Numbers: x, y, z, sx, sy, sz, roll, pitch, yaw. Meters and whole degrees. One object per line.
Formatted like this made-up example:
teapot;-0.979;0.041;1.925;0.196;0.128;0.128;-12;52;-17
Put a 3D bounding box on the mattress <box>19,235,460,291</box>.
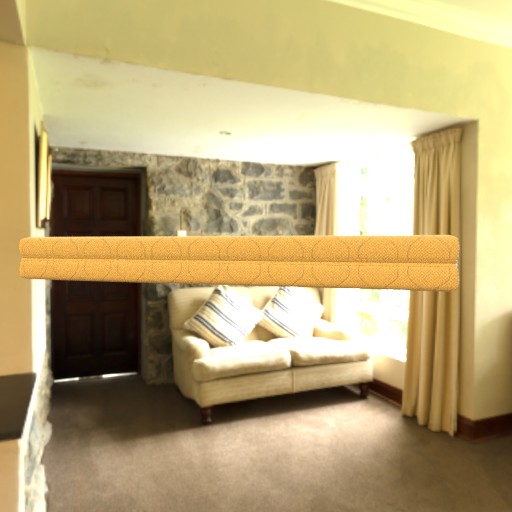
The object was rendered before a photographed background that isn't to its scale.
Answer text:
mattress;0.000;0.000;2.466;1.900;0.200;1.400;1;2;17
